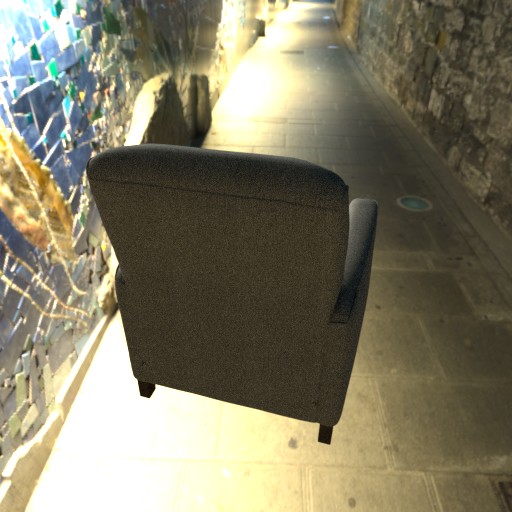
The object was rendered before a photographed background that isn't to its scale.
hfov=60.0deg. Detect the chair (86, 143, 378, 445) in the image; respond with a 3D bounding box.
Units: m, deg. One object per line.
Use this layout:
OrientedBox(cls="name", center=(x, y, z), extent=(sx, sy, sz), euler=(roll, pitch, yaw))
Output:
OrientedBox(cls="chair", center=(0.000, 0.000, 1.650), extent=(0.841, 1.028, 0.858), euler=(9, 33, 14))
